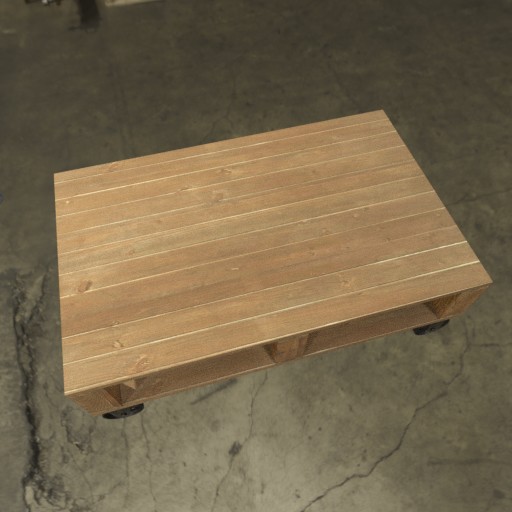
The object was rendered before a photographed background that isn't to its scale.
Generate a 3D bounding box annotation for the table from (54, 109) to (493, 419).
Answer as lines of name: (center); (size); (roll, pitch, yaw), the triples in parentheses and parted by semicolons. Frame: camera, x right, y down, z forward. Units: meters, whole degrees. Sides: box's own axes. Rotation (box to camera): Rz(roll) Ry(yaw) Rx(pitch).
table: (0.000, 0.000, 1.671); (1.299, 0.413, 0.827); (-13, 59, -8)
